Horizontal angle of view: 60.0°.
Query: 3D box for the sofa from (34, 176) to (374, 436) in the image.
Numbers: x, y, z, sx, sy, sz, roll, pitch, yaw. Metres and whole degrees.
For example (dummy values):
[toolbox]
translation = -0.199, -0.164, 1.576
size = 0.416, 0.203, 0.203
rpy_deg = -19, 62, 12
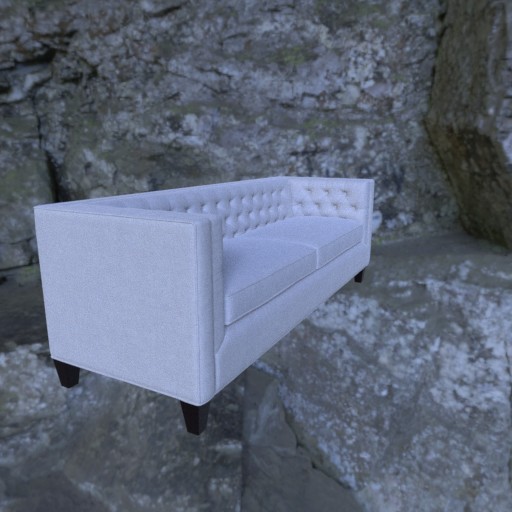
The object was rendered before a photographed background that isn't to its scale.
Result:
[sofa]
translation = 0.000, 0.000, 2.508
size = 0.775, 0.762, 2.159
rpy_deg = 7, 15, 28
